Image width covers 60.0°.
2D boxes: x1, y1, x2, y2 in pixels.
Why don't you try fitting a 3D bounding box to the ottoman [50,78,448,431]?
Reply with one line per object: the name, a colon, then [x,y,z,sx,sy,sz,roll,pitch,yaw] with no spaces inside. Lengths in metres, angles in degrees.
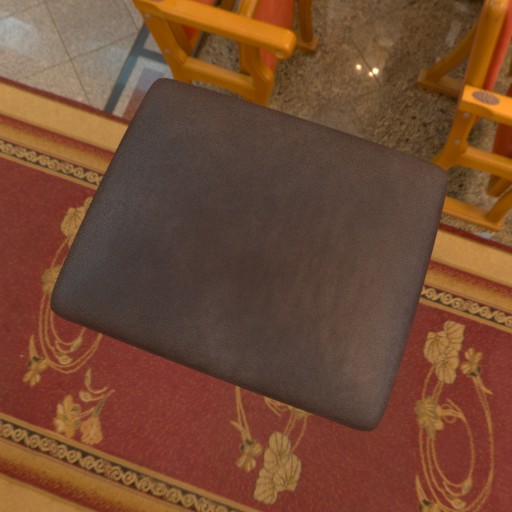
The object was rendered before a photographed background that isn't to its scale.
ottoman: [0.000,0.000,1.233,0.806,0.569,0.670,19,77,5]
